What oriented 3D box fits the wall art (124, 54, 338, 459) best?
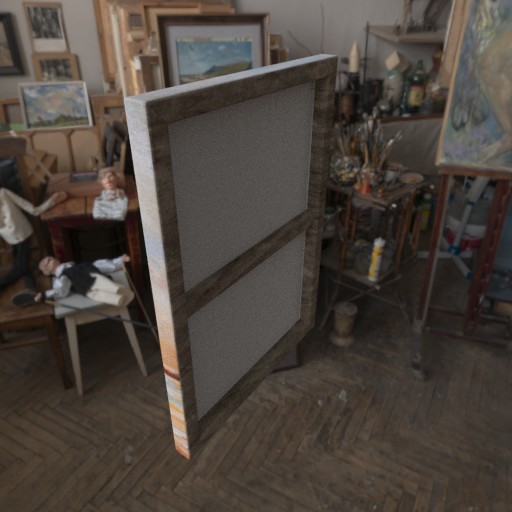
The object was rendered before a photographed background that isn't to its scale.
[{"bbox_3d":[0.000,0.000,0.777,0.035,0.605,0.443,20,37,30],"label":"wall art"}]
